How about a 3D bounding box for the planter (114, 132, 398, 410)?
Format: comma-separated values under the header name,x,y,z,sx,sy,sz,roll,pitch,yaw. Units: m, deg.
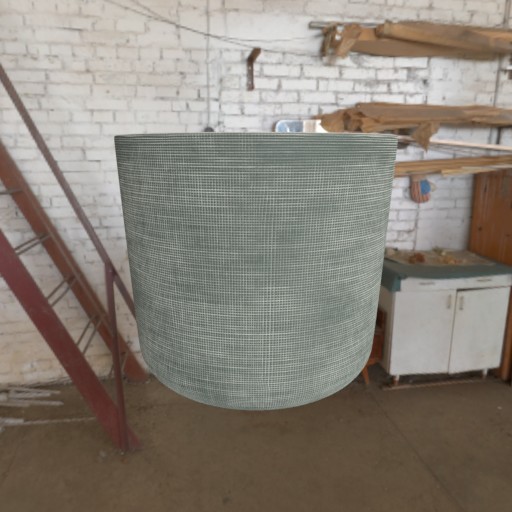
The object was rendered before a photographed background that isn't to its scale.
name,x,y,z,sx,sy,sz,roll,pitch,yaw
planter,0.000,0.000,0.766,0.440,0.398,0.440,0,14,0
